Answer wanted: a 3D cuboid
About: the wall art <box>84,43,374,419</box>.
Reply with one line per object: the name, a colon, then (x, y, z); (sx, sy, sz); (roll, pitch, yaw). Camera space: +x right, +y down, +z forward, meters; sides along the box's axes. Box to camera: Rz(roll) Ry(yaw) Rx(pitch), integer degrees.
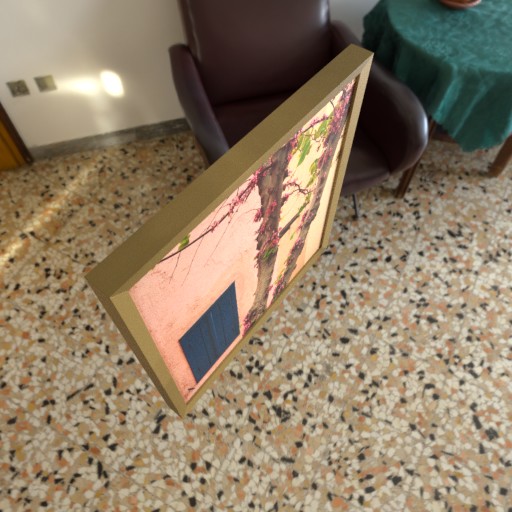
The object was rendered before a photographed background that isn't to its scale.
wall art: (0.000, 0.000, 0.757); (0.038, 0.508, 0.507); (33, 63, 20)
